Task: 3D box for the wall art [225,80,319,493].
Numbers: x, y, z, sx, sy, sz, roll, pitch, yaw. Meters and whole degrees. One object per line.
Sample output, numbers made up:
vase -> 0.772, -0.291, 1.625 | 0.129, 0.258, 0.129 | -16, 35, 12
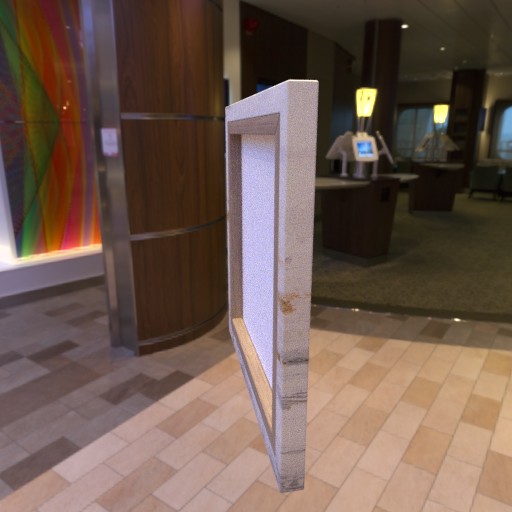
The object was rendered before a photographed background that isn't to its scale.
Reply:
wall art -> 0.000, 0.000, 0.912 | 0.040, 0.613, 0.611 | -3, 16, -11
